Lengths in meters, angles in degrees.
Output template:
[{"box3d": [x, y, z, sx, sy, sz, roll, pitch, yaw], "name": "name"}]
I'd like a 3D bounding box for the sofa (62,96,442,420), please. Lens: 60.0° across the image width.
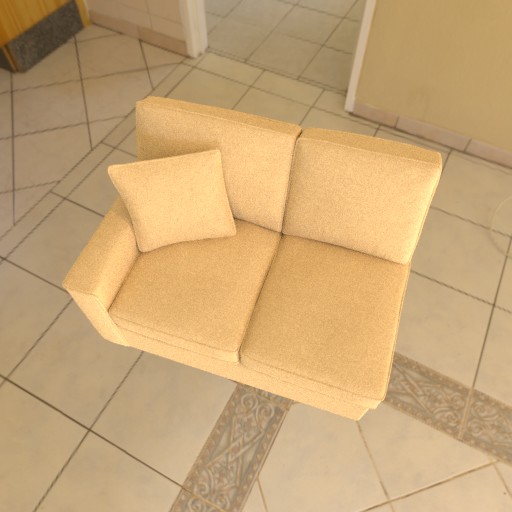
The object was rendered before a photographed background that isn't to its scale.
[{"box3d": [0.000, 0.000, 2.072, 1.388, 0.989, 0.991, 15, 59, 10], "name": "sofa"}]
